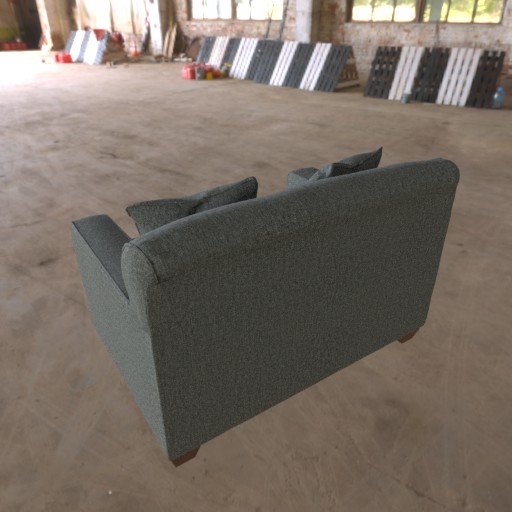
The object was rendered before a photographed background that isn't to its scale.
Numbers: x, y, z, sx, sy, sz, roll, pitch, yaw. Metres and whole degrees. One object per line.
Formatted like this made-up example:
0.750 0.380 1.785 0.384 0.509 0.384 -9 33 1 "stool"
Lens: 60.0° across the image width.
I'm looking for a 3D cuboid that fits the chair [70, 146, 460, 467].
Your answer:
0.000 0.000 2.015 1.383 0.948 1.000 -18 34 -29 "chair"
